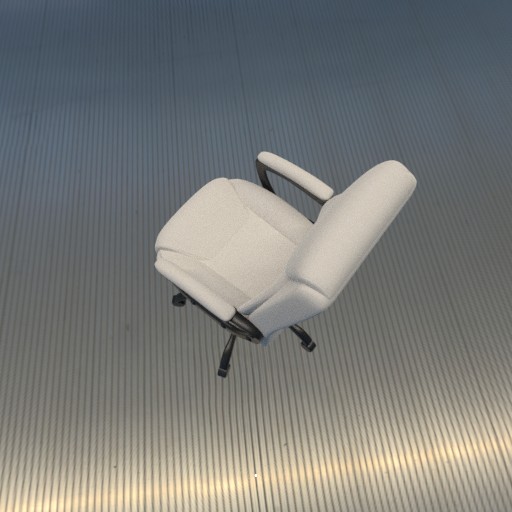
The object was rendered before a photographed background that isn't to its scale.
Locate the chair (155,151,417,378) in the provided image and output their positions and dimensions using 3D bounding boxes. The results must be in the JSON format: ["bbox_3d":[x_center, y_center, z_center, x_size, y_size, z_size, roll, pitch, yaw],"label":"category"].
[{"bbox_3d":[0.000,0.000,1.496,0.669,1.065,0.663,34,69,16],"label":"chair"}]
